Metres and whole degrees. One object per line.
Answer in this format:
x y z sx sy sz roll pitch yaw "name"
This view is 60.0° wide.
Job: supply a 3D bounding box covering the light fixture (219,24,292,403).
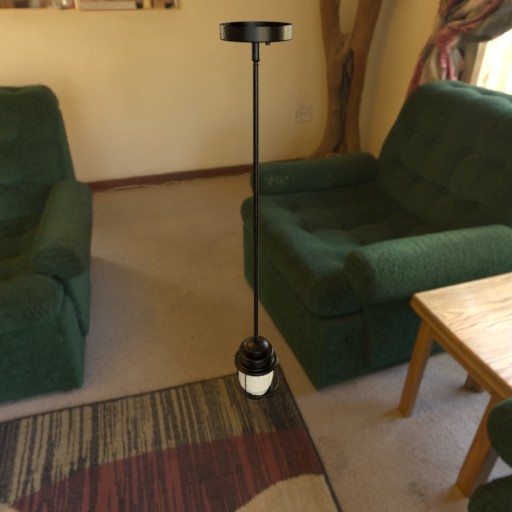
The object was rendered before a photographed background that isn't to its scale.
0.000 0.000 0.989 0.123 0.920 0.123 -20 37 -29 "light fixture"
